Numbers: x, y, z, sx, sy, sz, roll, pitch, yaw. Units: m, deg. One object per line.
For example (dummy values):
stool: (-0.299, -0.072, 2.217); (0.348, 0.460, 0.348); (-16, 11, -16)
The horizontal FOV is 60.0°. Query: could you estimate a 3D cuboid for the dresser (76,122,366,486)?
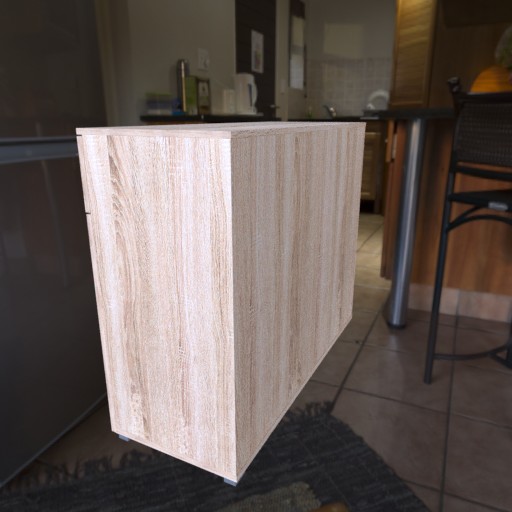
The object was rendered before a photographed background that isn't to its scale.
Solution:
dresser: (0.000, 0.000, 1.583); (0.450, 0.900, 1.100); (9, 20, 26)
